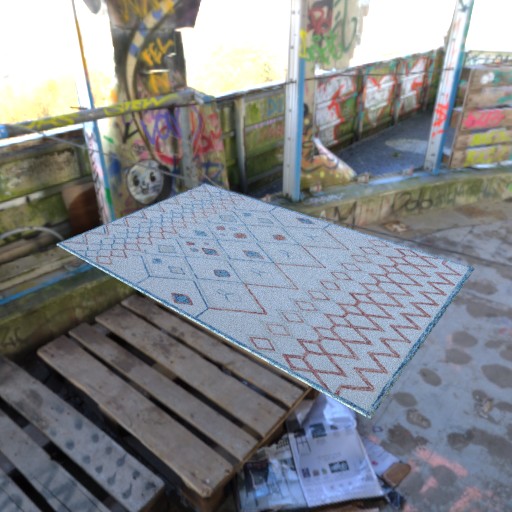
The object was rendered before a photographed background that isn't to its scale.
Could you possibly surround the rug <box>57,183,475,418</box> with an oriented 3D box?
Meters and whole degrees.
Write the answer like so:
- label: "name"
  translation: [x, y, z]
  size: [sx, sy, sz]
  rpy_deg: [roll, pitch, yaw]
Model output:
- label: "rug"
  translation: [0.000, 0.000, 3.030]
  size: [2.438, 0.015, 1.524]
  rpy_deg: [22, 37, 33]
